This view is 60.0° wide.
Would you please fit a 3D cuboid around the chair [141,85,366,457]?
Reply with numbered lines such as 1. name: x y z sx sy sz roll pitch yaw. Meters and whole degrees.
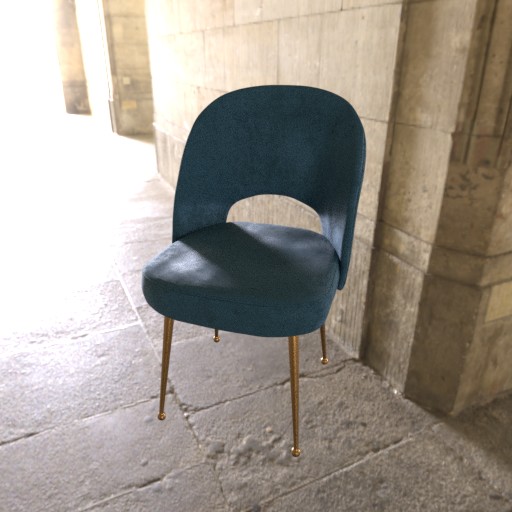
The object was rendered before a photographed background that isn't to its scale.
1. chair: 0.000 0.000 1.236 0.527 0.860 0.577 8 26 17
